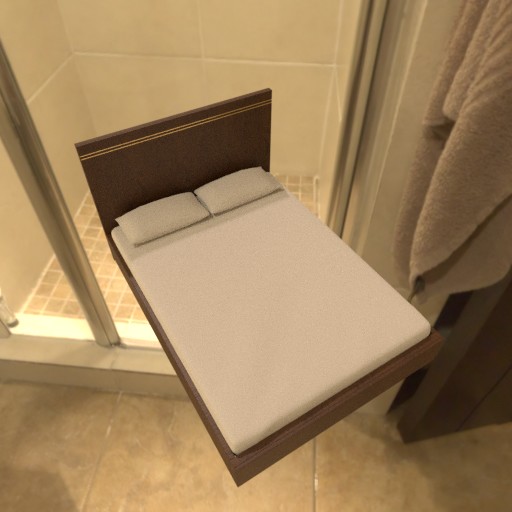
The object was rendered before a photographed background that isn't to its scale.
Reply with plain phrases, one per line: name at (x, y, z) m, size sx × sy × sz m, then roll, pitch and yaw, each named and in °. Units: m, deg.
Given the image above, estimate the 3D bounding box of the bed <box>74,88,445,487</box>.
bed at (0.000, 0.000, 3.152) m, size 1.613 × 1.169 × 2.221 m, roll -24°, pitch 51°, yaw -21°
